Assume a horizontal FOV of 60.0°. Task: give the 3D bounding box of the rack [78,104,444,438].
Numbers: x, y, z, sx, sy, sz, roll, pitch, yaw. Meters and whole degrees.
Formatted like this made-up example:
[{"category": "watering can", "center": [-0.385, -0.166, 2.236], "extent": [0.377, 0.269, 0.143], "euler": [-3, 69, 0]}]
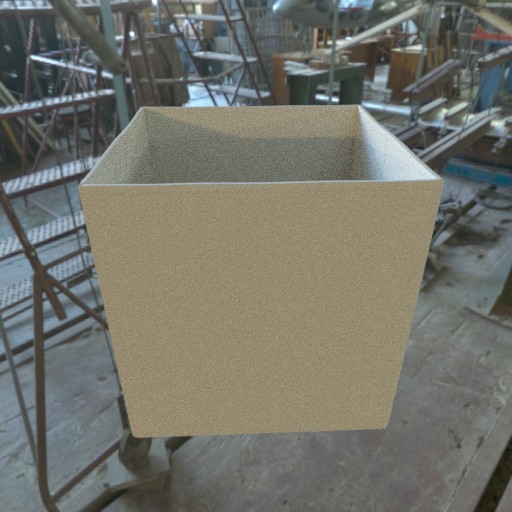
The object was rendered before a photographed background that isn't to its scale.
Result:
[{"category": "rack", "center": [0.000, 0.000, 0.503], "extent": [0.270, 0.280, 0.270], "euler": [-1, 31, -2]}]
